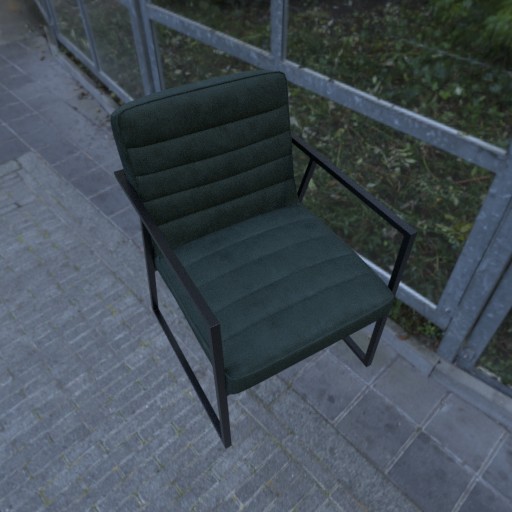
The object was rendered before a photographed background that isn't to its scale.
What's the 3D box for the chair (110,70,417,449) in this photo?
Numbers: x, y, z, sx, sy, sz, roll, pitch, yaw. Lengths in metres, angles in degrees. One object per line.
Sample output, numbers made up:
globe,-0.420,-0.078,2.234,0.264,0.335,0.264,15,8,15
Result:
chair,0.000,0.000,1.324,0.571,0.833,0.677,-22,50,-21
